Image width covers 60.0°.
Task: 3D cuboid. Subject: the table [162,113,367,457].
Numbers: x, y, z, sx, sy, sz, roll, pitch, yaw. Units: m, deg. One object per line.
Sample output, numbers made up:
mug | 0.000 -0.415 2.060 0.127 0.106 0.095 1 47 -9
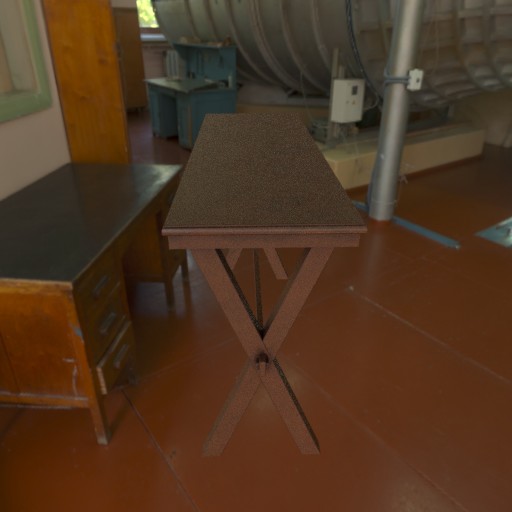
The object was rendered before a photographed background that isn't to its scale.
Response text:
table | 0.000 0.000 1.563 0.399 0.763 1.197 -1 28 -1
